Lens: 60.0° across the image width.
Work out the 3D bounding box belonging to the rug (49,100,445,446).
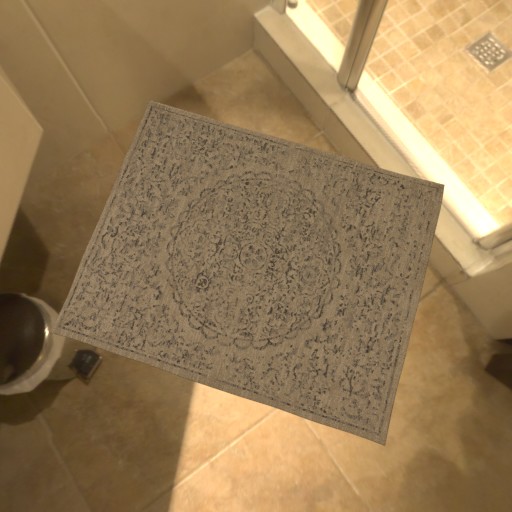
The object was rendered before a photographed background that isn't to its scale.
[{"bbox_3d":[0.000,0.000,3.913,2.925,0.026,2.343,17,77,4],"label":"rug"}]
